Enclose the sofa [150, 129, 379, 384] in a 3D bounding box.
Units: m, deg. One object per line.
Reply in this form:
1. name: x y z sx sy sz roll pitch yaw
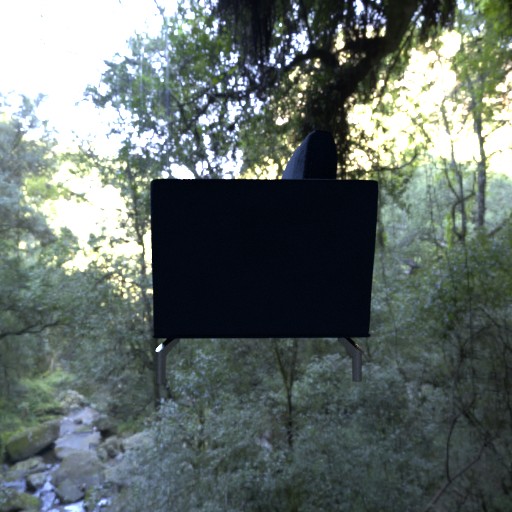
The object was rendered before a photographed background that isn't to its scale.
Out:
1. sofa: 0.000 0.000 2.710 0.853 0.998 2.212 0 -2 -2
